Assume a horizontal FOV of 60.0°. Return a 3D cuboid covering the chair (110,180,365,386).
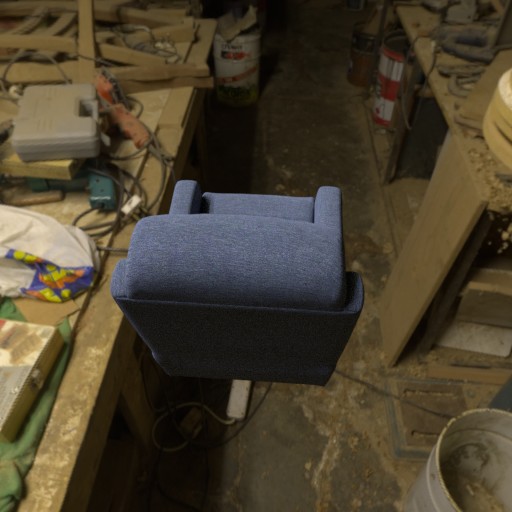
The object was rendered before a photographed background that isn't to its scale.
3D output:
[{"bbox_3d":[0.000,0.000,1.756,0.798,1.013,1.043,3,46,3],"label":"chair"}]
